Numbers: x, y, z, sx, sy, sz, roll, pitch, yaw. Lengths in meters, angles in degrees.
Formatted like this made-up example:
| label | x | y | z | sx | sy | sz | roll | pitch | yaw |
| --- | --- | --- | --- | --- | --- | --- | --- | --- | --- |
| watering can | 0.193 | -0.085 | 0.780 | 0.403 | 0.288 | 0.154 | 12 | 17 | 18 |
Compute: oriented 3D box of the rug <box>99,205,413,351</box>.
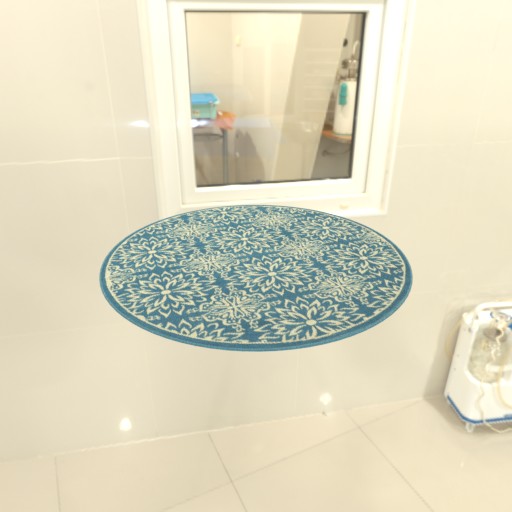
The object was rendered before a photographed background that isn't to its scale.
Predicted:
| label | x | y | z | sx | sy | sz | roll | pitch | yaw |
| --- | --- | --- | --- | --- | --- | --- | --- | --- | --- |
| rug | 0.000 | 0.000 | 2.363 | 1.593 | 0.012 | 1.593 | 0 | 26 | 0 |
